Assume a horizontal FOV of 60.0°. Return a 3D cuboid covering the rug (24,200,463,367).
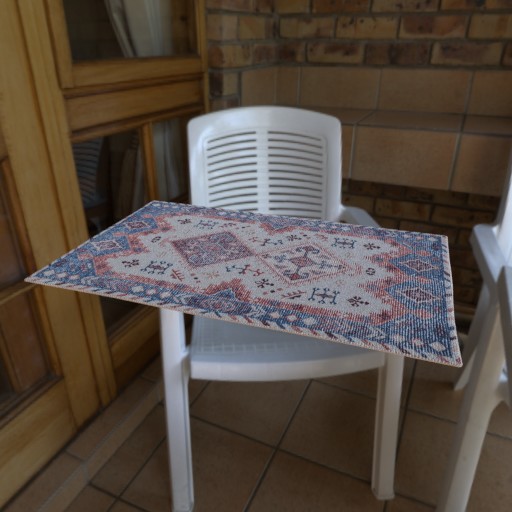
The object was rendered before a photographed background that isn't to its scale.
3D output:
[{"bbox_3d":[0.000,0.000,2.975,2.464,0.023,1.521,9,28,17],"label":"rug"}]
